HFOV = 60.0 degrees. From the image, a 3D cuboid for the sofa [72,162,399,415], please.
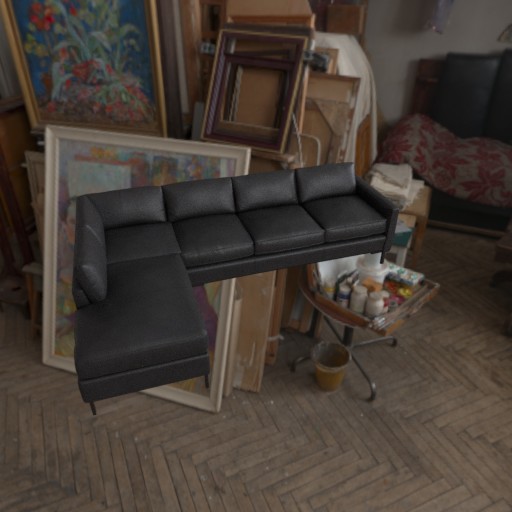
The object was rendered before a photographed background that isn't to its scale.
[{"bbox_3d":[0.000,0.000,3.899,2.984,0.877,1.938,-10,34,-15],"label":"sofa"}]
